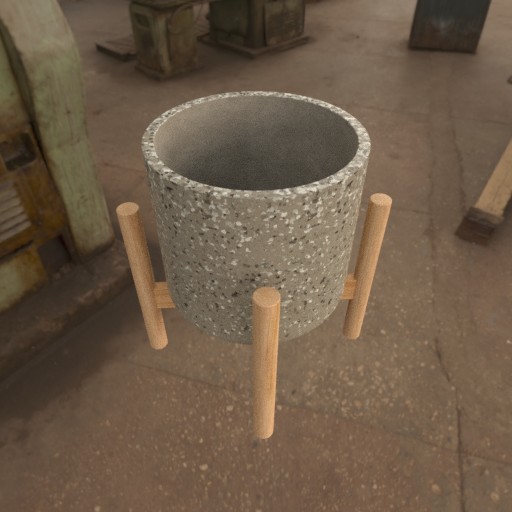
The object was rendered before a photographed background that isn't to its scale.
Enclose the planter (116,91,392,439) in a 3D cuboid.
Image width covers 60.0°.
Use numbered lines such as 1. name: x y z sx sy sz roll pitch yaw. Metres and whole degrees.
1. planter: 0.000 0.000 0.543 0.284 0.320 0.284 13 43 14
